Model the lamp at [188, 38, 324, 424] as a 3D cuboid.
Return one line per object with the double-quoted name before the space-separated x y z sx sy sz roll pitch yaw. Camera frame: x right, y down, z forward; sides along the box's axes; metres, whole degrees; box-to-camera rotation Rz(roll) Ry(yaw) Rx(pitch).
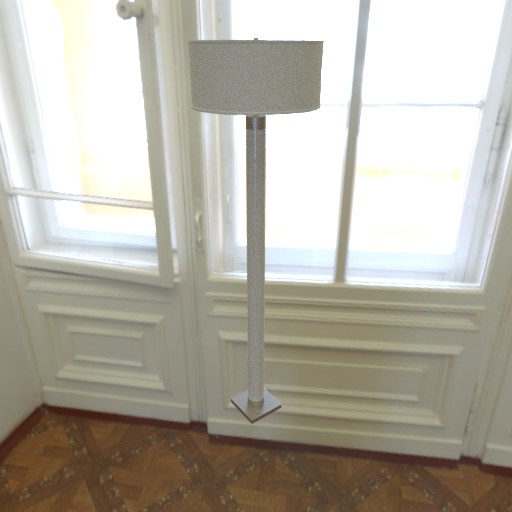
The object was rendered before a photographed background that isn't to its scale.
"lamp" 0.000 0.000 1.670 0.420 1.475 0.420 -17 30 -32
